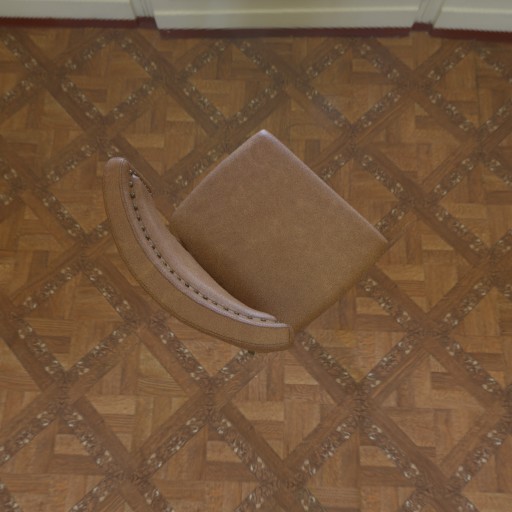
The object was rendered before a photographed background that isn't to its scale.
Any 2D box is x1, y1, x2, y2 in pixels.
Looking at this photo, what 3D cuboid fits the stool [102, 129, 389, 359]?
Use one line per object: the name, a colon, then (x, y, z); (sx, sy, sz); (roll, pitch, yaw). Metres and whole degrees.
stool: (0.000, 0.000, 1.318); (0.563, 0.982, 0.526); (-43, 79, -11)
